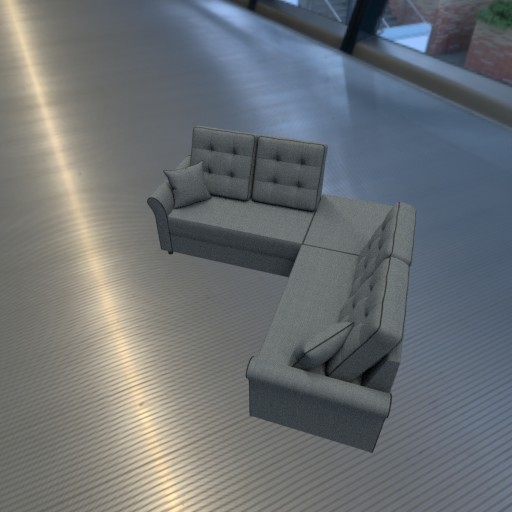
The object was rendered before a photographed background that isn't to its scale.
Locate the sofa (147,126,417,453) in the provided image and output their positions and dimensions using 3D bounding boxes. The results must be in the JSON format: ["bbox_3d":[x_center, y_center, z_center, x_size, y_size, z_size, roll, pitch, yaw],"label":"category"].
[{"bbox_3d":[0.000,0.000,3.238,2.068,0.988,2.070,12,42,14],"label":"sofa"}]
